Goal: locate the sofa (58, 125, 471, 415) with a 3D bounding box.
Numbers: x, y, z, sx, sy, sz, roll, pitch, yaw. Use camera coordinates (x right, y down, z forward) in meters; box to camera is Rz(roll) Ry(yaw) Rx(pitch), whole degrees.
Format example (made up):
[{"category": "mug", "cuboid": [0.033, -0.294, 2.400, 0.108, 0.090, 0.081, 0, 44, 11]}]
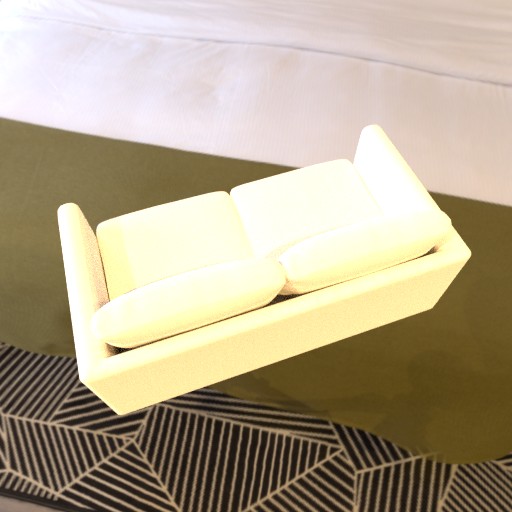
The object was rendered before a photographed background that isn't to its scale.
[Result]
[{"category": "sofa", "cuboid": [0.000, 0.000, 2.240, 1.713, 0.893, 0.940, -16, 59, -10]}]
